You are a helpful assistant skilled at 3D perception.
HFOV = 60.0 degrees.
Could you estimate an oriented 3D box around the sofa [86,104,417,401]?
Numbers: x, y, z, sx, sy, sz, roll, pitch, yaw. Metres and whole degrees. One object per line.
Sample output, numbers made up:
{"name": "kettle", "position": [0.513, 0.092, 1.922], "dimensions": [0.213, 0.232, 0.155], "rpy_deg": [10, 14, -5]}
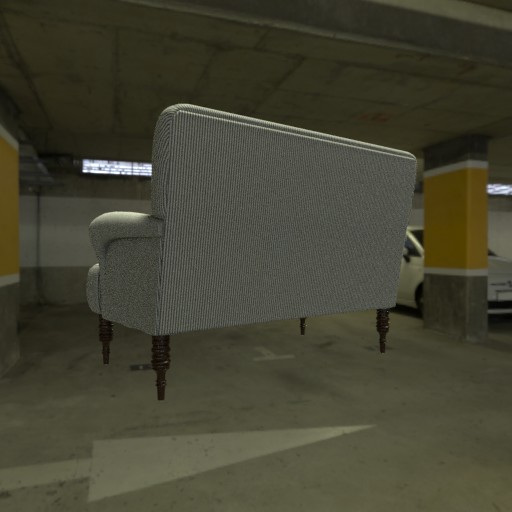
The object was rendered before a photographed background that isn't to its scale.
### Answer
{"name": "sofa", "position": [0.000, 0.000, 1.885], "dimensions": [1.297, 0.889, 0.779], "rpy_deg": [0, 1, -36]}
